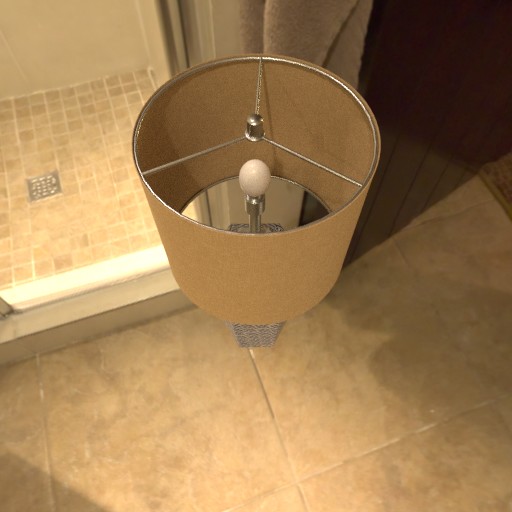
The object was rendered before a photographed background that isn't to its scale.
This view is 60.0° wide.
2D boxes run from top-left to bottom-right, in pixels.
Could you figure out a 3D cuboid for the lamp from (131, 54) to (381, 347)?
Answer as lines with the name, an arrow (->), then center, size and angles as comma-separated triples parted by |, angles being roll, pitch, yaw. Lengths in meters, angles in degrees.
lamp -> 0.000, 0.000, 0.851 | 0.320, 0.682, 0.320 | 30, 64, 16
